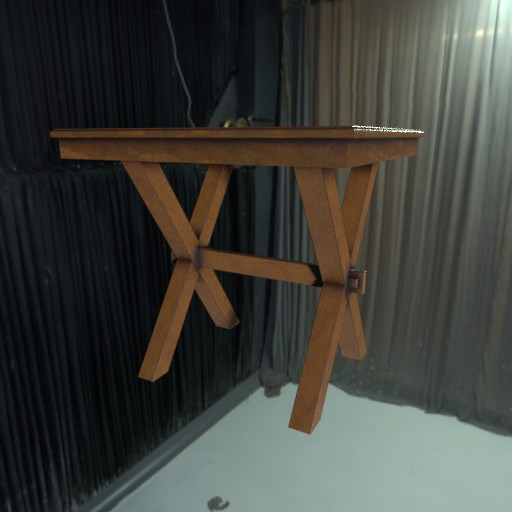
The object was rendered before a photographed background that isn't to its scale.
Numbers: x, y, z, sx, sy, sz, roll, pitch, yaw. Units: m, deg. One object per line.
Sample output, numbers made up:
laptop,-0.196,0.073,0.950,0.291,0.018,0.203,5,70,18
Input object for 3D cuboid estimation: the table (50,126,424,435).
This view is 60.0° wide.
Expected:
table,0.000,0.000,1.026,0.602,0.562,0.560,8,17,28
